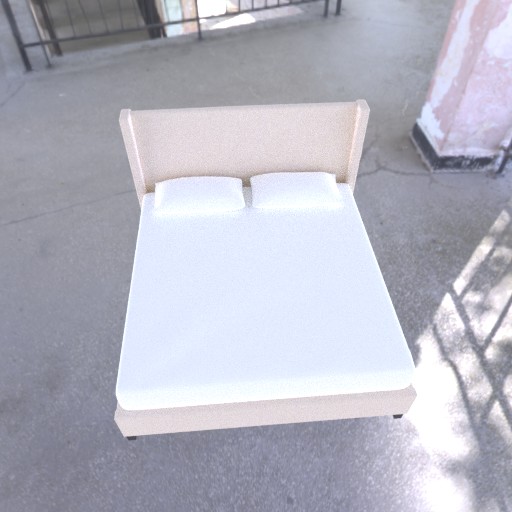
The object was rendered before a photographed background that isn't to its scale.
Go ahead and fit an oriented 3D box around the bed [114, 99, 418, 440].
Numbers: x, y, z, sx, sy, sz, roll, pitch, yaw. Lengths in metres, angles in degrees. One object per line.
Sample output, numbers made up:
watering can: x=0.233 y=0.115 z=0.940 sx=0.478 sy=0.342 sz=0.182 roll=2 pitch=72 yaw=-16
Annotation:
bed: x=0.000 y=0.000 z=3.635 sx=2.145 sy=1.471 sz=2.293 roll=-3 pitch=47 yaw=-3
